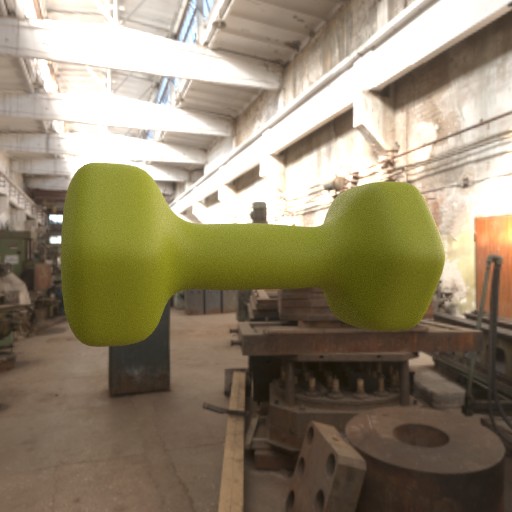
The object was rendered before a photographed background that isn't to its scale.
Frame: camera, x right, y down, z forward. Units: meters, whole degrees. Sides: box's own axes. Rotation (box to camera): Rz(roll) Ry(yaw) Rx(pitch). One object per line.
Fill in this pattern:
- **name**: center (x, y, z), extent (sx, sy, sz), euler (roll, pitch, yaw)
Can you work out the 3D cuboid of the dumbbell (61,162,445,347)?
- **dumbbell**: center (0.000, 0.000, 0.204), extent (0.164, 0.072, 0.080), euler (0, -1, -17)
